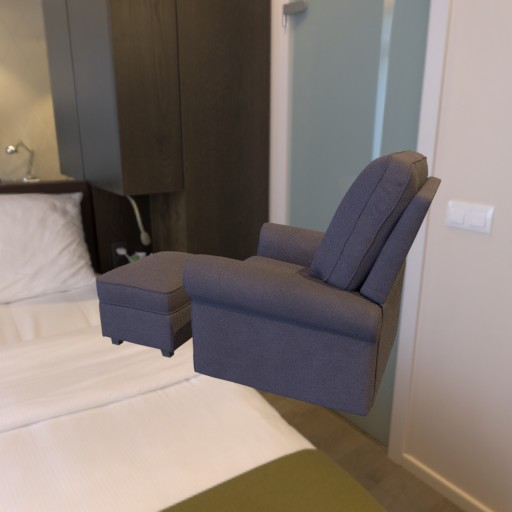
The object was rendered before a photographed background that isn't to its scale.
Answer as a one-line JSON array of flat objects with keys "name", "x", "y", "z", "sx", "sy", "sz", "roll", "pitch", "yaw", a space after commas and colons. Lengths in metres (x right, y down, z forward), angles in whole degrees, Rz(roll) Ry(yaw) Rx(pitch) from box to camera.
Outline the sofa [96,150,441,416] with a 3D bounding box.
[{"name": "sofa", "x": 0.000, "y": 0.000, "z": 2.032, "sx": 1.478, "sy": 0.959, "sz": 0.880, "roll": 7, "pitch": 17, "yaw": 23}]
